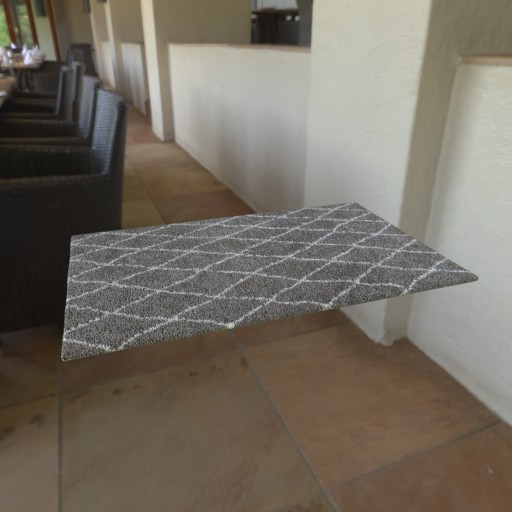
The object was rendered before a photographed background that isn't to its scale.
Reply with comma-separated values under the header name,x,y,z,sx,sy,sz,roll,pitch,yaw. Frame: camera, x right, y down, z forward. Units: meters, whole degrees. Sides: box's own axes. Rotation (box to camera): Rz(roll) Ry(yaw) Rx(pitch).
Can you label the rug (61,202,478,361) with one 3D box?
name,x,y,z,sx,sy,sz,roll,pitch,yaw
rug,0.000,0.000,3.066,2.438,0.030,1.524,-8,27,-17
